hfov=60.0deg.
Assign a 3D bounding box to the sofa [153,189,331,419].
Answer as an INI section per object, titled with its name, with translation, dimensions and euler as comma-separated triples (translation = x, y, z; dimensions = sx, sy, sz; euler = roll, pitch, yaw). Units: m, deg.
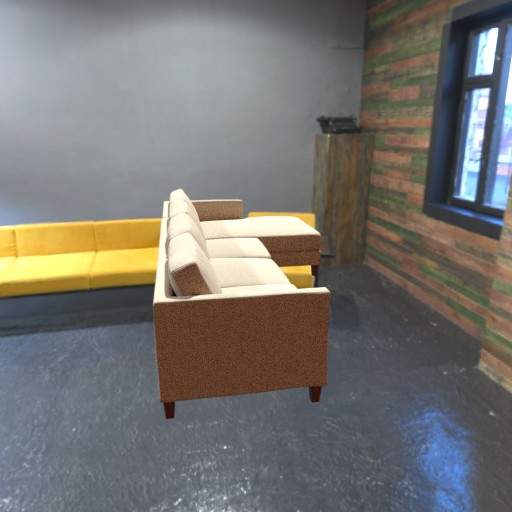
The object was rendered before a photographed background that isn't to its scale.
[sofa]
translation = 0.000, 0.000, 3.880
dimensions = 1.625, 0.861, 3.186
euler = -3, 16, -10
